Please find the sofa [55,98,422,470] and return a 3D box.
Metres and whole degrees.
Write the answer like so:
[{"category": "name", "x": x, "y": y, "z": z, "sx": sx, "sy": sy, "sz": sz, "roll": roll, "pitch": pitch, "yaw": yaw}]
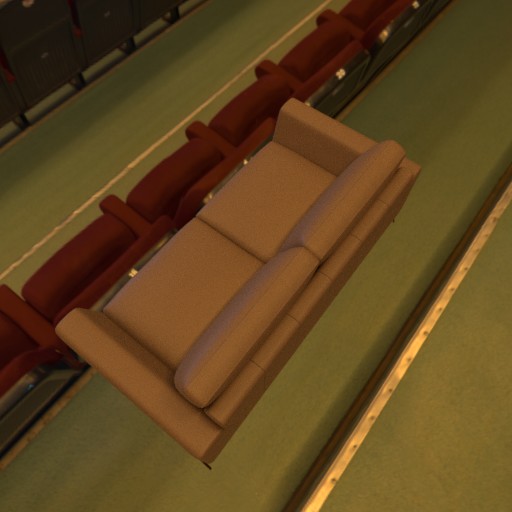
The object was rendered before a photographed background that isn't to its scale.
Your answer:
[{"category": "sofa", "x": 0.000, "y": 0.000, "z": 2.525, "sx": 0.953, "sy": 0.875, "sz": 2.017, "roll": 34, "pitch": 67, "yaw": 17}]
